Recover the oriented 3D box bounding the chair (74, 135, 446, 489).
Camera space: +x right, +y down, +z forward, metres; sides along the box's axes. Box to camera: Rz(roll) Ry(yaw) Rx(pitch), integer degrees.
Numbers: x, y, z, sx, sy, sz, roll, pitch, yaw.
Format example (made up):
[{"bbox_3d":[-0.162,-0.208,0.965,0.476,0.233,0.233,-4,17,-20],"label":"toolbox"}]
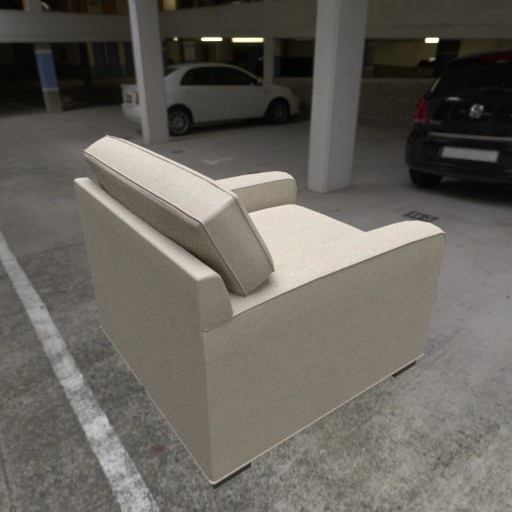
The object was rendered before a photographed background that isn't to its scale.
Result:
[{"bbox_3d":[0.000,0.000,1.759,1.043,0.913,0.998,-18,31,-32],"label":"chair"}]
